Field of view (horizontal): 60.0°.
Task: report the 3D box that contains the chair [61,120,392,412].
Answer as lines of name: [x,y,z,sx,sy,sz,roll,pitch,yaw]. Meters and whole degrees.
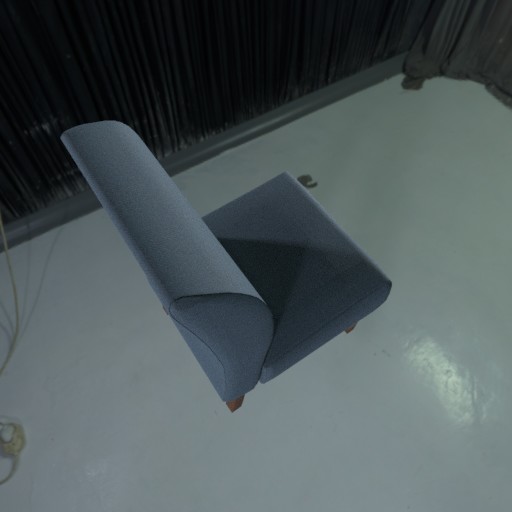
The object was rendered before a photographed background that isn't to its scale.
chair: [0.000,0.000,1.145,0.592,0.804,0.513,-31,63,-18]
